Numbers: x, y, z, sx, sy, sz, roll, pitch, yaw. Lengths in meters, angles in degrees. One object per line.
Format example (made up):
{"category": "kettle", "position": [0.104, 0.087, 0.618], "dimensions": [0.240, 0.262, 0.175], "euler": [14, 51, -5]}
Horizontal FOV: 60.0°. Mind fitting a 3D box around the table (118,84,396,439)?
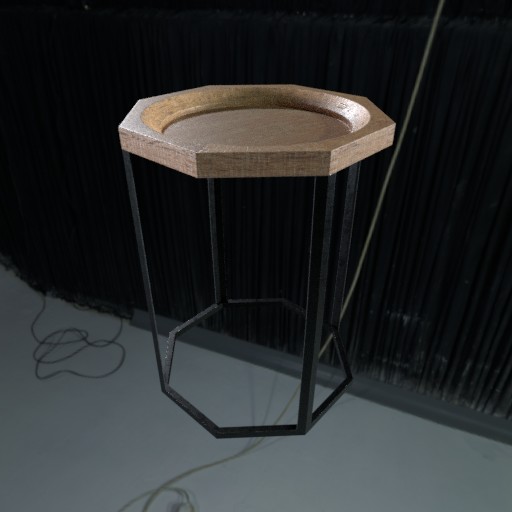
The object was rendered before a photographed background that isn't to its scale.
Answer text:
{"category": "table", "position": [0.000, 0.000, 0.861], "dimensions": [0.437, 0.553, 0.437], "euler": [11, 34, 17]}
